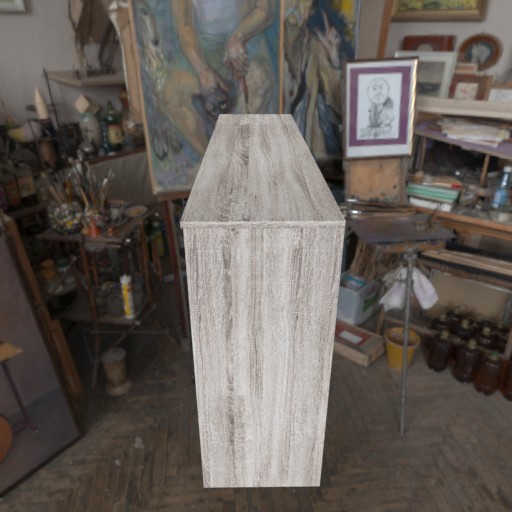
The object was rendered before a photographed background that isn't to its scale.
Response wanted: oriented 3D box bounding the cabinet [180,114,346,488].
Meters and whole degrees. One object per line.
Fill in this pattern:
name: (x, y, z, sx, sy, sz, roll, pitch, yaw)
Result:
cabinet: (0.000, 0.000, 1.830, 0.380, 0.900, 1.450, 0, 27, -1)
